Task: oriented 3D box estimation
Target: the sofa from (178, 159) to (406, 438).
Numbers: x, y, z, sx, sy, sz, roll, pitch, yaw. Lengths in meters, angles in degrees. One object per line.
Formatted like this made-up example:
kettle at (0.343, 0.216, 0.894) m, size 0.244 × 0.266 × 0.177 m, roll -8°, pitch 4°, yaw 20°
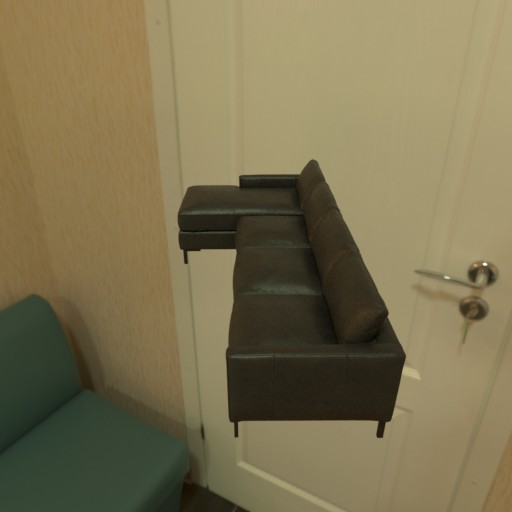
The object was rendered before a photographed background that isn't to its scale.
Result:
sofa at (0.000, 0.000, 3.597) m, size 1.471 × 0.859 × 2.993 m, roll 0°, pitch 28°, yaw 0°
